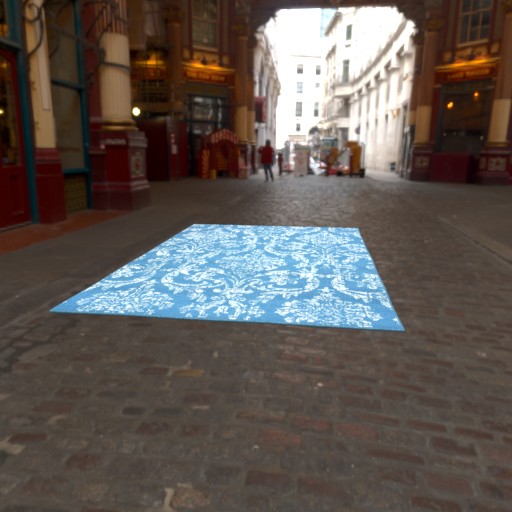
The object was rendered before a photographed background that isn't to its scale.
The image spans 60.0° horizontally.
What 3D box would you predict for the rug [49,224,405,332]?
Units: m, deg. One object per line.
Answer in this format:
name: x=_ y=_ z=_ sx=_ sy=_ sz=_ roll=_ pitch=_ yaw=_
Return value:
rug: x=0.000 y=0.000 z=2.357 sx=1.211 sy=0.012 sz=1.833 roll=2 pitch=14 yaw=8
